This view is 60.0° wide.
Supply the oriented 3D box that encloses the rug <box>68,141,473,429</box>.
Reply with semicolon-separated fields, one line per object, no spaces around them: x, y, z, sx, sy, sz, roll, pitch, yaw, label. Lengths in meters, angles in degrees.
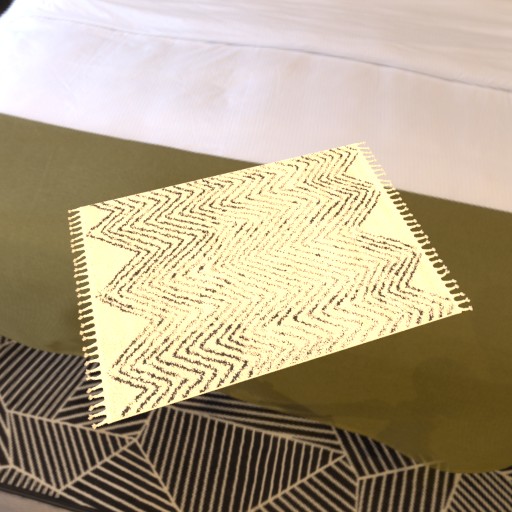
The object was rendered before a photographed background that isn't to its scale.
0.000;0.000;2.313;1.847;0.014;1.230;-15;58;-10;rug
